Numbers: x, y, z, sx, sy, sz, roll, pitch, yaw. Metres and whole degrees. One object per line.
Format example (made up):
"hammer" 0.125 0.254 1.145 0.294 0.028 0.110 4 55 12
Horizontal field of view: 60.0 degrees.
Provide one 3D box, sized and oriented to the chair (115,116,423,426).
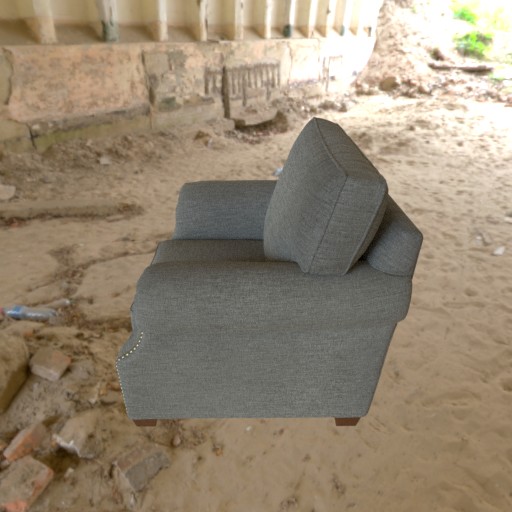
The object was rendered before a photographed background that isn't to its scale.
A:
"chair" 0.000 0.000 1.807 0.965 0.961 1.092 0 27 -1
